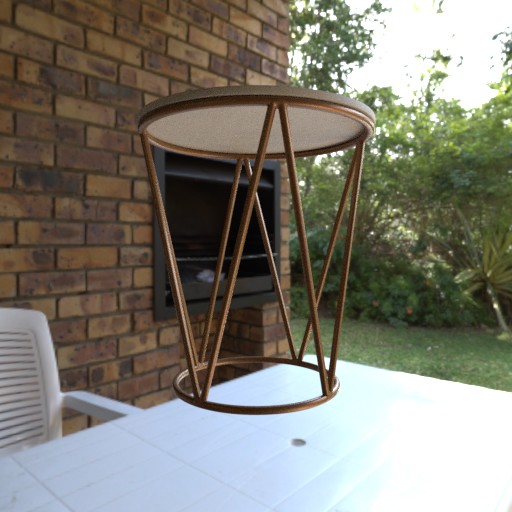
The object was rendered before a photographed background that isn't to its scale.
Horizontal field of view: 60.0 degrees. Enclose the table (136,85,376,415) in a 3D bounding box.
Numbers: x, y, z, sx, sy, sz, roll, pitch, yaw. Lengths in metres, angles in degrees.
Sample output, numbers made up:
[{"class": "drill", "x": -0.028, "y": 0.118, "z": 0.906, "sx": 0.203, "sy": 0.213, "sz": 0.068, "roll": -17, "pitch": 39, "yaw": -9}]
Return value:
[{"class": "table", "x": 0.000, "y": 0.000, "z": 0.968, "sx": 0.500, "sy": 0.564, "sz": 0.500, "roll": 0, "pitch": 2, "yaw": 0}]
